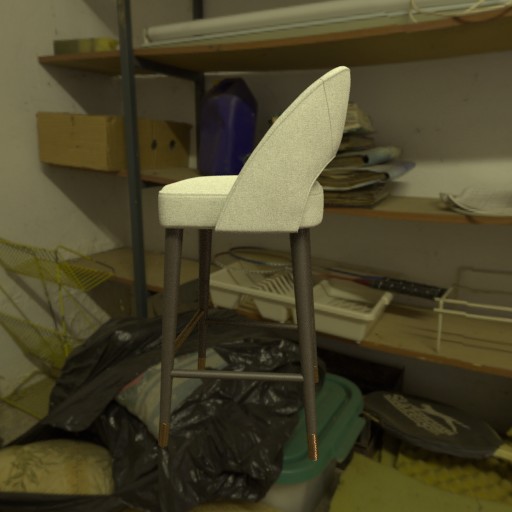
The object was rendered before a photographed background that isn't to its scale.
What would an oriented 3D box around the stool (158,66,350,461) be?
[{"bbox_3d":[0.000,0.000,1.335,0.509,1.037,0.494,2,13,8],"label":"stool"}]
